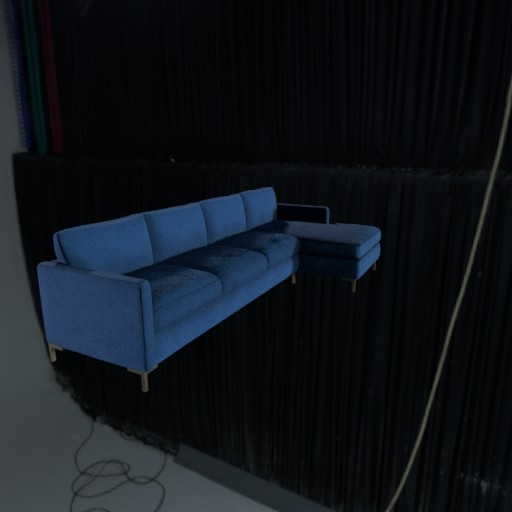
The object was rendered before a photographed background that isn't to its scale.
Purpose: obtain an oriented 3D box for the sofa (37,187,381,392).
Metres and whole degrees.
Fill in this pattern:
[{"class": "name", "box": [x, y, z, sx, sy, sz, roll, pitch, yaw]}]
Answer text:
[{"class": "sofa", "box": [0.000, 0.000, 3.512, 1.350, 0.810, 2.932, 8, 17, 27]}]
